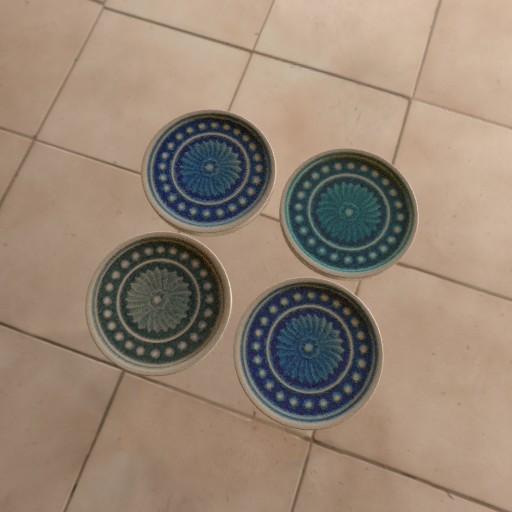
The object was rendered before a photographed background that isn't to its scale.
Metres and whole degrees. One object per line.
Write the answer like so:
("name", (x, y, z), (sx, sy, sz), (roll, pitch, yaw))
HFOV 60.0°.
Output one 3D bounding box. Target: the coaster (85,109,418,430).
("coaster", (0.000, 0.000, 0.341), (0.224, 0.010, 0.220), (18, 76, 4))
